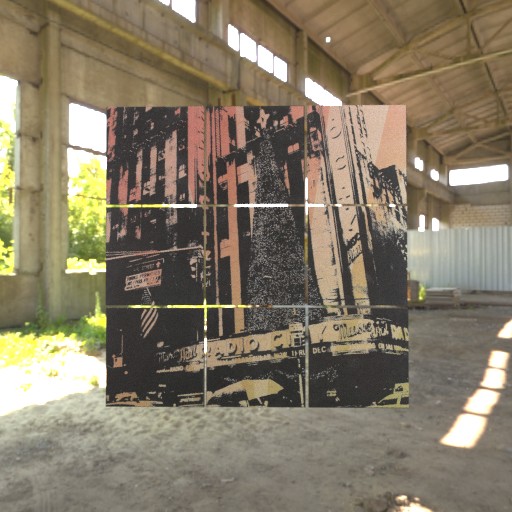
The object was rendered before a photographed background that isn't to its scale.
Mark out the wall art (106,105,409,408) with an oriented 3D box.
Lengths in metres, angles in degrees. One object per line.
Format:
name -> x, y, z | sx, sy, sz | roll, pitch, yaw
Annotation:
wall art -> 0.000, 0.000, 1.353 | 0.919, 0.917, 0.010 | 0, -1, 1
